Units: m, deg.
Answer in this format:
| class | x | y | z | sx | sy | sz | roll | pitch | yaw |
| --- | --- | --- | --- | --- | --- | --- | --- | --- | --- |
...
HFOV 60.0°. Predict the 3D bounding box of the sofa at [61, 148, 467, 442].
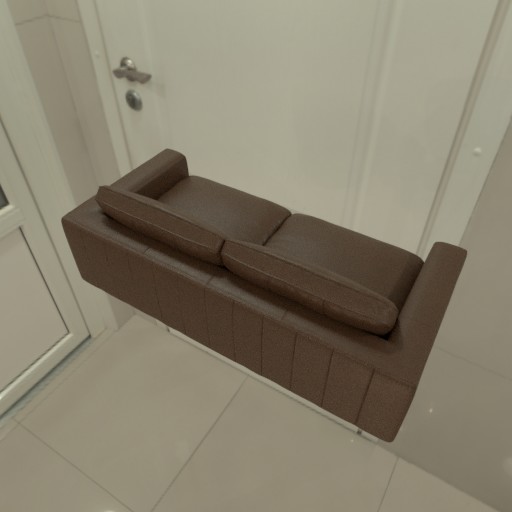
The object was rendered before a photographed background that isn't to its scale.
| class | x | y | z | sx | sy | sz | roll | pitch | yaw |
| --- | --- | --- | --- | --- | --- | --- | --- | --- | --- |
| sofa | 0.000 | 0.000 | 2.770 | 2.262 | 0.801 | 1.070 | 23 | 47 | 23 |
